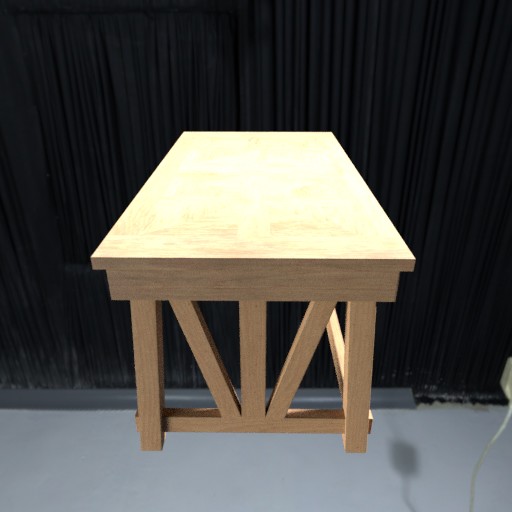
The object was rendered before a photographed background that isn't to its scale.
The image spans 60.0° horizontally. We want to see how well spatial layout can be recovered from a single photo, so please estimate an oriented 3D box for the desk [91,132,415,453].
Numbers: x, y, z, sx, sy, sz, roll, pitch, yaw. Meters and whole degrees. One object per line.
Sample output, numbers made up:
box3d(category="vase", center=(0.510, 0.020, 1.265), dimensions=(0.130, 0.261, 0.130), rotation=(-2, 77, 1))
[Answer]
box3d(category="desk", center=(0.000, 0.000, 1.948), dimensions=(0.813, 0.762, 1.499), rotation=(0, 27, 1))
